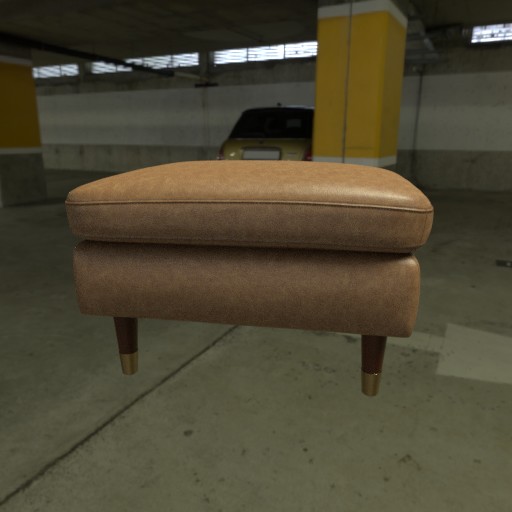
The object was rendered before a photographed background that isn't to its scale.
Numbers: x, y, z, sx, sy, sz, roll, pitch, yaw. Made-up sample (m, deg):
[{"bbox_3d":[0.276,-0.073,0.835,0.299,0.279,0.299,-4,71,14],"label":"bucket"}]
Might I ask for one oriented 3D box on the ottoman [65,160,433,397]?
[{"bbox_3d":[0.000,0.000,1.141,0.747,0.478,0.593,2,16,9],"label":"ottoman"}]
